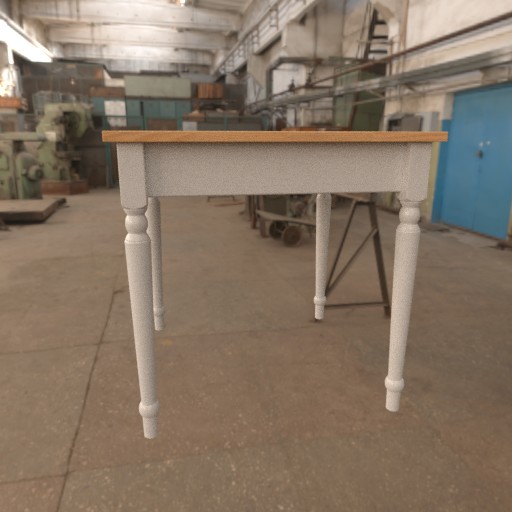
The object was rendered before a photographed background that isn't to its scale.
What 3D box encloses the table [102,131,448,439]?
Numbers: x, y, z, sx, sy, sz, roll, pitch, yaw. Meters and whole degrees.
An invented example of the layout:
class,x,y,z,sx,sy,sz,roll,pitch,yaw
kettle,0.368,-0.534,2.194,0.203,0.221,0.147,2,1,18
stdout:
class,x,y,z,sx,sy,sz,roll,pitch,yaw
table,0.000,0.000,1.383,0.747,0.738,0.747,-3,15,-10
